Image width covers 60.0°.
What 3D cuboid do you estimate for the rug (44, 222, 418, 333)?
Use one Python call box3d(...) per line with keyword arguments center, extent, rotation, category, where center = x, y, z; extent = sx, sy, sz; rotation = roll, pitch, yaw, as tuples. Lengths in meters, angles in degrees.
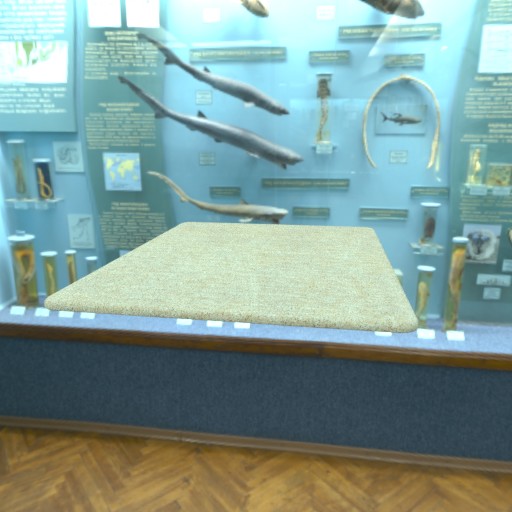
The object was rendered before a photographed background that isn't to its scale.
box3d(center=(0.000, 0.000, 3.461), extent=(2.009, 0.048, 2.528), rotation=(2, 15, 9), category="rug")
